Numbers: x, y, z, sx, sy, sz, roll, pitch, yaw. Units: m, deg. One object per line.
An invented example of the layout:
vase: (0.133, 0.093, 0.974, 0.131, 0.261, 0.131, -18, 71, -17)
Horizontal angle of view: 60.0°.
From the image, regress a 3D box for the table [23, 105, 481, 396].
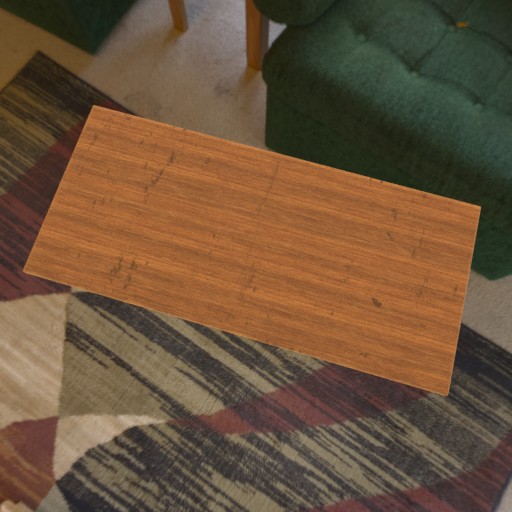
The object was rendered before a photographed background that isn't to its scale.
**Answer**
table: (0.000, 0.000, 2.675, 2.200, 0.757, 1.000, 16, 76, 4)
